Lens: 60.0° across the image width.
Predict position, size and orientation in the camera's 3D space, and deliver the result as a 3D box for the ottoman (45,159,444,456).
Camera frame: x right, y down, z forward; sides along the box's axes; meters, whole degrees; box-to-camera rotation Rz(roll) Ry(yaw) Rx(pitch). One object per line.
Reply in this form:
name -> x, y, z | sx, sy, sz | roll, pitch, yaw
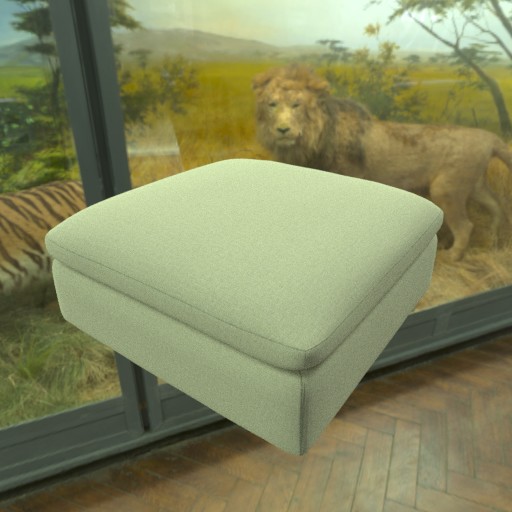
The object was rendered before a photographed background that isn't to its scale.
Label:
ottoman -> 0.000, 0.000, 1.509 | 0.977, 0.467, 0.996 | 19, 33, 32
